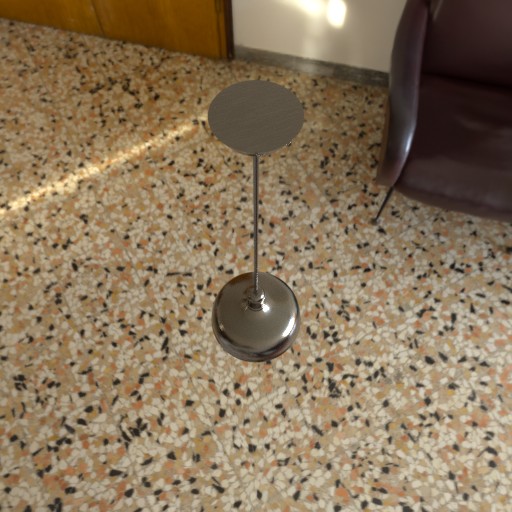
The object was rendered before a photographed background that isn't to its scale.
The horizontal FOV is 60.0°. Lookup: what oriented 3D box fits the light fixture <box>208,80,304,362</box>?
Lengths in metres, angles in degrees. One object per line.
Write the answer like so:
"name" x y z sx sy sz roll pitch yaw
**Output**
"light fixture" 0.000 0.000 1.071 0.299 0.935 0.299 -18 65 -9
